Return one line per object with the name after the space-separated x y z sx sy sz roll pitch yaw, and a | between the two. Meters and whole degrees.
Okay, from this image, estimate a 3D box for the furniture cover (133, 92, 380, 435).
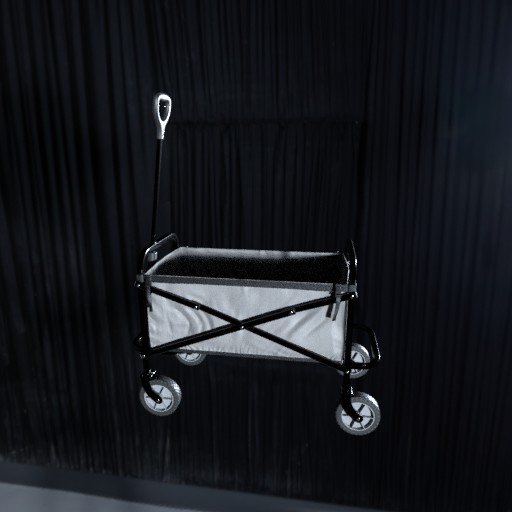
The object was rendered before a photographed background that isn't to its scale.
0.000 0.000 1.854 1.038 1.295 0.532 2 15 9 | furniture cover
